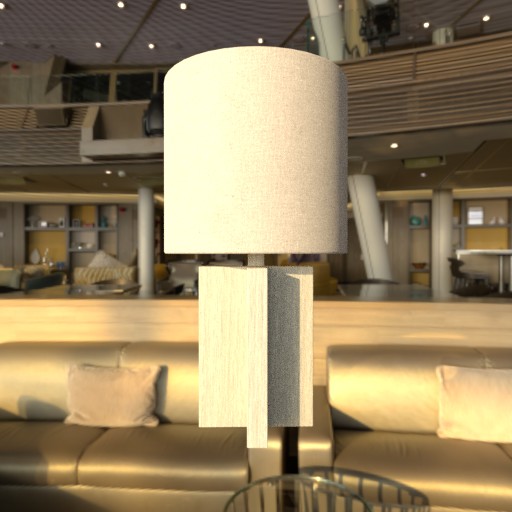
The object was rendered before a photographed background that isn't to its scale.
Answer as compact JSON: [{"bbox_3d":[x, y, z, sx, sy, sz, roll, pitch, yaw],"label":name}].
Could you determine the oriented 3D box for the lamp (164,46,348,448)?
[{"bbox_3d":[0.000,0.000,0.565,0.229,0.428,0.229,0,0,-1],"label":"lamp"}]
